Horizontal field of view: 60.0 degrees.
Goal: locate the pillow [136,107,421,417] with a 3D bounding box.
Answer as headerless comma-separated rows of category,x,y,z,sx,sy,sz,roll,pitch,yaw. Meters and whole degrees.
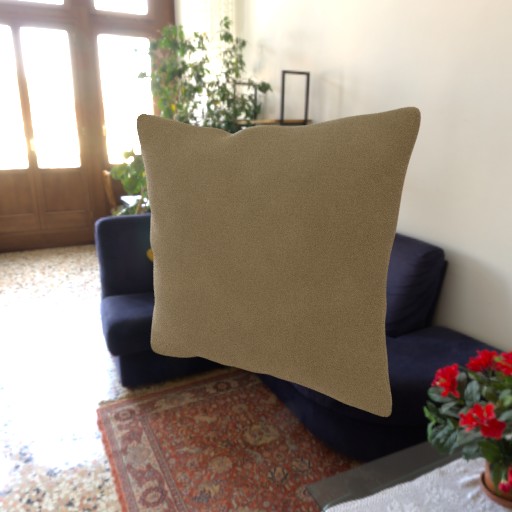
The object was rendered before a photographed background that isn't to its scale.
pillow,0.000,0.000,0.670,0.437,0.420,0.162,8,17,27
